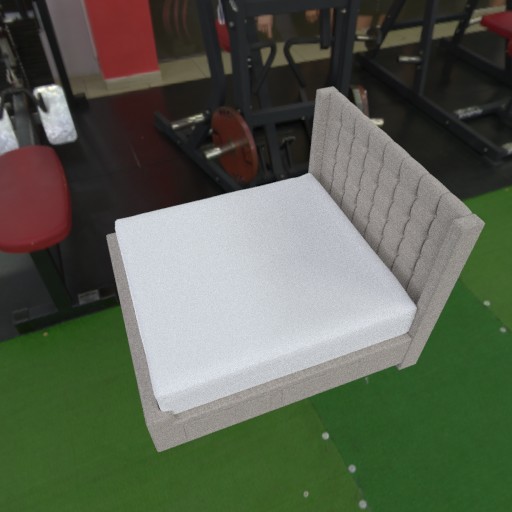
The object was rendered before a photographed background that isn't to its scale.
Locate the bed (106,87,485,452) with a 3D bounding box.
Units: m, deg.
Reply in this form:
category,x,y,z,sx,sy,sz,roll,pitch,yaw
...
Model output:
category,x,y,z,sx,sy,sz,roll,pitch,yaw
bed,0.000,0.000,3.796,2.372,1.748,2.044,-15,48,-14
